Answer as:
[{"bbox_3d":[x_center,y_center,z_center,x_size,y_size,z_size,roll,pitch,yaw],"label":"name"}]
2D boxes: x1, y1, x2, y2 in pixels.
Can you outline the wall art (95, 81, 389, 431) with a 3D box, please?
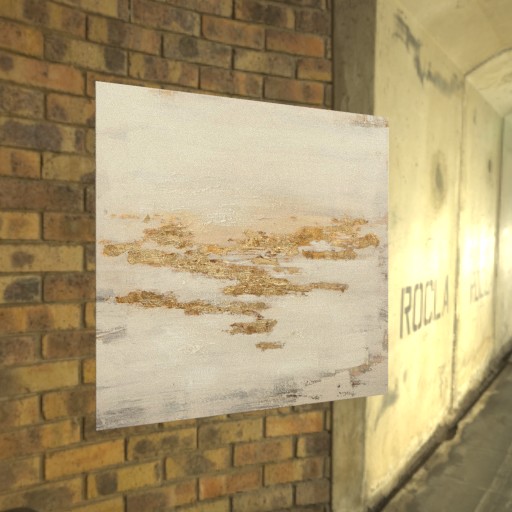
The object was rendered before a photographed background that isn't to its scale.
[{"bbox_3d":[0.000,0.000,0.897,0.611,0.613,0.040,0,0,-20],"label":"wall art"}]
